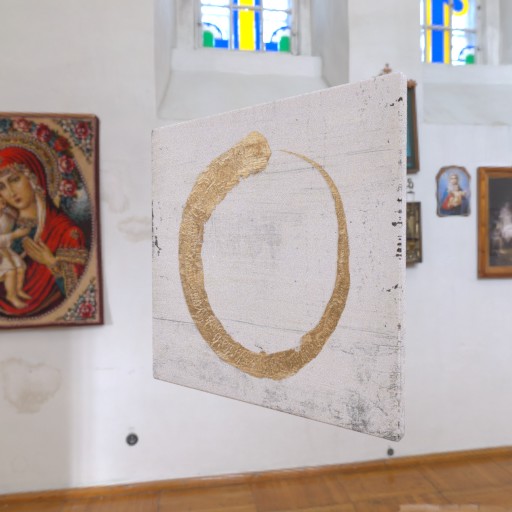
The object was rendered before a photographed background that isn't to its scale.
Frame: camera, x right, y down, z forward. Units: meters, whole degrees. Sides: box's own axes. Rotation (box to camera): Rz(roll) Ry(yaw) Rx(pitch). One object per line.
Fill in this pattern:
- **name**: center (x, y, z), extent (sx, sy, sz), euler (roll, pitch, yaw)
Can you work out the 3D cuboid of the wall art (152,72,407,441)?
- **wall art**: center (0.000, 0.000, 1.146), extent (0.762, 0.762, 0.038), euler (1, 1, 36)
